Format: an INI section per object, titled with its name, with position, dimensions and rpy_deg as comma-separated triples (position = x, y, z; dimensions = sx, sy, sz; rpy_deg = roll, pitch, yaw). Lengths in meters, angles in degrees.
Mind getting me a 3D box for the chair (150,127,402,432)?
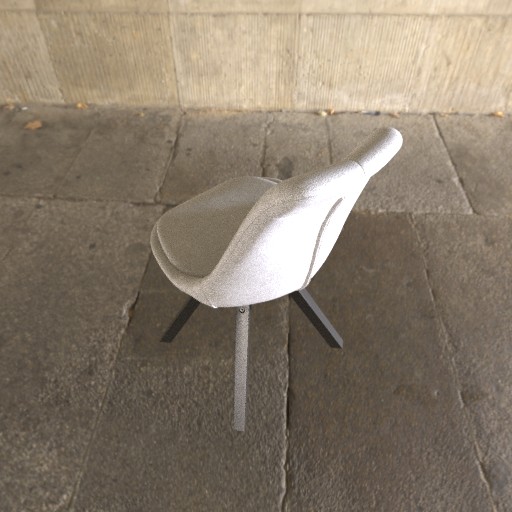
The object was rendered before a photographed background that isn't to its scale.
[chair]
position = 0.000, 0.000, 1.172
dimensions = 0.485, 0.850, 0.550
rpy_deg = -32, 54, -28
